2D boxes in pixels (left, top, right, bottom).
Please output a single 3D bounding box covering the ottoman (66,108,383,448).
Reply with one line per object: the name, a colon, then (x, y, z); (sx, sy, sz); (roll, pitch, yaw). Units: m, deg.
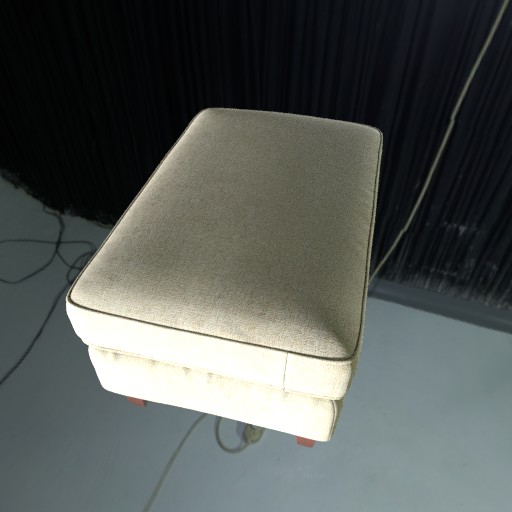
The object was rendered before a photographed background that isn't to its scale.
ottoman: (0.000, 0.000, 1.226); (0.583, 0.484, 0.862); (10, 46, 10)
